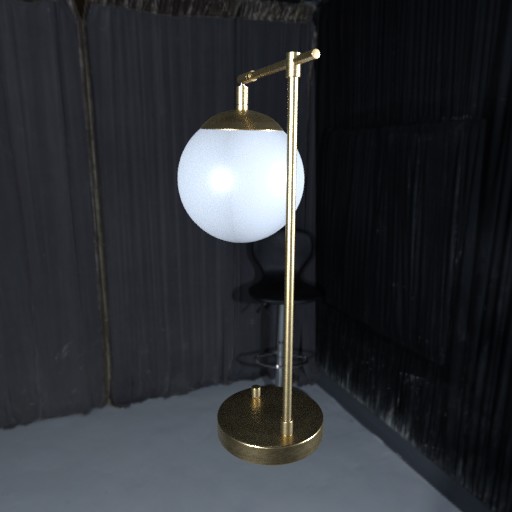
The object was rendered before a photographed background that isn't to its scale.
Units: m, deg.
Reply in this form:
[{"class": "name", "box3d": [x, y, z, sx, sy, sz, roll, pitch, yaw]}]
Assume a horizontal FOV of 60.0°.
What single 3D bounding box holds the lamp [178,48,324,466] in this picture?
[{"class": "lamp", "box3d": [0.000, 0.000, 0.705, 0.207, 0.559, 0.324, -6, 15, -24]}]
